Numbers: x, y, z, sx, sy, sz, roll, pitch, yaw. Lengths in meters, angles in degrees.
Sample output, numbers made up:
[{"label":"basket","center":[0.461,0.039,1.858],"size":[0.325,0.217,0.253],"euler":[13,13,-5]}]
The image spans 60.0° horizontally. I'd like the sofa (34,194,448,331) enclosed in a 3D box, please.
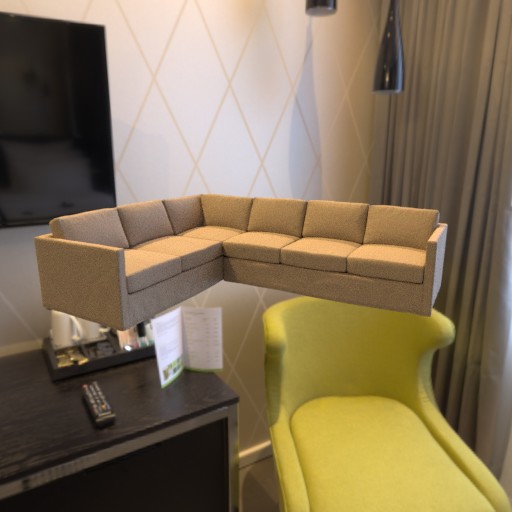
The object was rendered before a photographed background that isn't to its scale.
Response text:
[{"label":"sofa","center":[0.000,0.000,4.280],"size":[3.182,0.871,2.432],"euler":[8,17,27]}]
